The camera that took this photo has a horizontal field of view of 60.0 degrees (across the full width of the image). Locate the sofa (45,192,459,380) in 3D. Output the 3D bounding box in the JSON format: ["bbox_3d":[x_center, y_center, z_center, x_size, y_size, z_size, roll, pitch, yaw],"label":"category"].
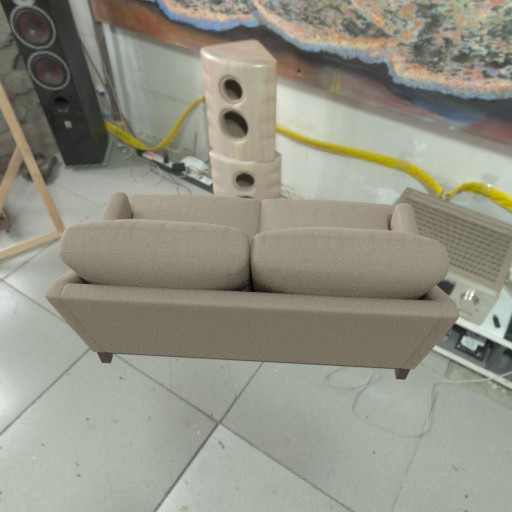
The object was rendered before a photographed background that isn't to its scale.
[{"bbox_3d":[0.000,0.000,2.198,1.619,0.910,1.004,3,47,2],"label":"sofa"}]
